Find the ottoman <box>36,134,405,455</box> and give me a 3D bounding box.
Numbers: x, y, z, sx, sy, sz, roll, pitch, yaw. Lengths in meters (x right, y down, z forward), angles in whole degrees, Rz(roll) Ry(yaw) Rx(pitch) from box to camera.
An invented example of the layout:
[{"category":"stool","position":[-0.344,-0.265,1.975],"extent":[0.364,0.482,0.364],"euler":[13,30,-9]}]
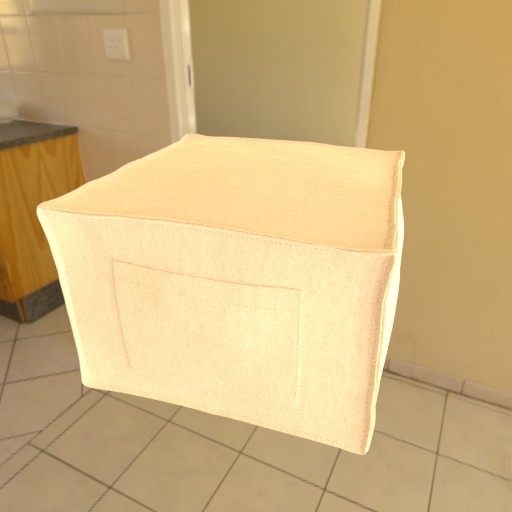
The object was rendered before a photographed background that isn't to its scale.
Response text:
[{"category":"ottoman","position":[0.000,0.000,1.137],"extent":[0.707,0.470,0.696],"euler":[8,28,15]}]
